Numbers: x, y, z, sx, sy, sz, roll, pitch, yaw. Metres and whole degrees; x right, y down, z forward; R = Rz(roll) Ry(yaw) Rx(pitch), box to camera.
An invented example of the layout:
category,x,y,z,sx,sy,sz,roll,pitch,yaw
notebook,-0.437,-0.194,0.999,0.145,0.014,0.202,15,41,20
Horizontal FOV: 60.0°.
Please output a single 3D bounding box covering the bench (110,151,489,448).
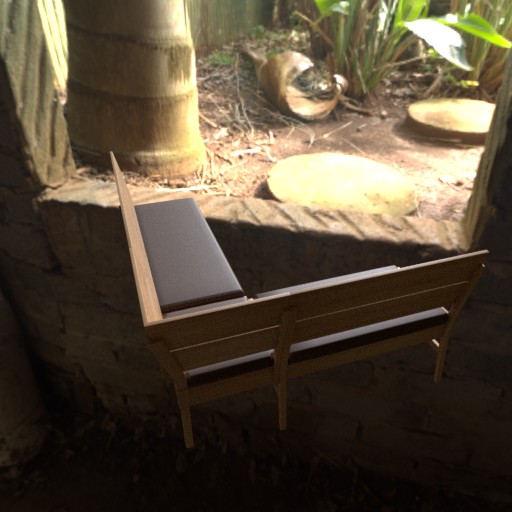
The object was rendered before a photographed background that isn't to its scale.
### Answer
category,x,y,z,sx,sy,sz,roll,pitch,yaw
bench,0.000,0.000,2.802,1.549,0.890,1.975,-11,34,-17
